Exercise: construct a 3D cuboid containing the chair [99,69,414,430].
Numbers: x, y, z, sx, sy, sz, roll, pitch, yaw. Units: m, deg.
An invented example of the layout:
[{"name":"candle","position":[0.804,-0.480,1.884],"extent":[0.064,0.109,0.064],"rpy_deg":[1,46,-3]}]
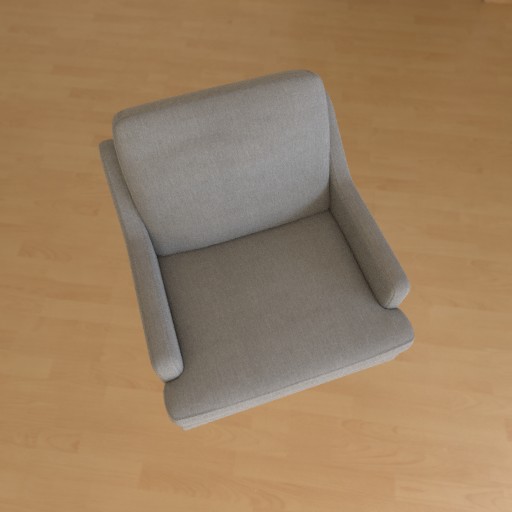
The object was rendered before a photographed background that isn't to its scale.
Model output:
[{"name":"chair","position":[0.000,0.000,1.512],"extent":[0.826,0.821,0.892],"rpy_deg":[-16,63,-8]}]
